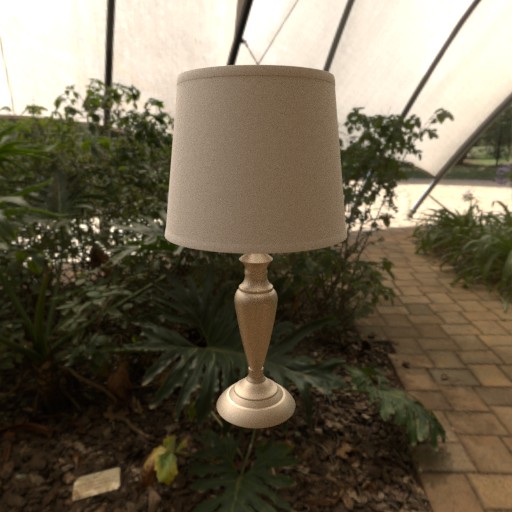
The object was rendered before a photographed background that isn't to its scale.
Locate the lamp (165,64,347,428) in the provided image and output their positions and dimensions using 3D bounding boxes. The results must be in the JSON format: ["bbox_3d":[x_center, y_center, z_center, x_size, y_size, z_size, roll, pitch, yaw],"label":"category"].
[{"bbox_3d":[0.000,0.000,0.824,0.328,0.619,0.328,0,14,0],"label":"lamp"}]
